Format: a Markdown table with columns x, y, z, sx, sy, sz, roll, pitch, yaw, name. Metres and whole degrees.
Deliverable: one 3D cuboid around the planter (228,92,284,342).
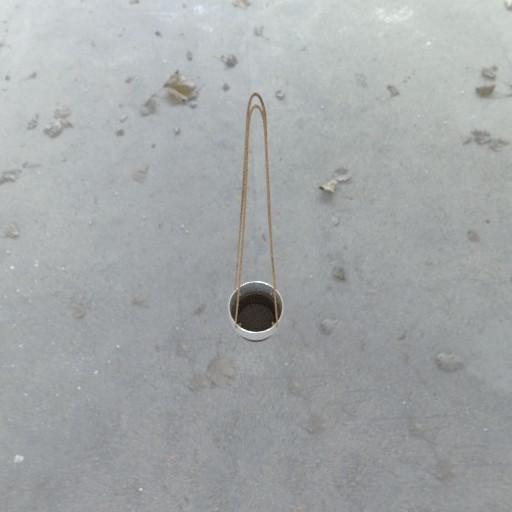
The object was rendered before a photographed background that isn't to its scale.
| x | y | z | sx | sy | sz | roll | pitch | yaw | name |
| --- | --- | --- | --- | --- | --- | --- | --- | --- | --- |
| 0.000 | 0.000 | 1.157 | 0.187 | 1.073 | 0.187 | -1 | 63 | -1 | planter |
